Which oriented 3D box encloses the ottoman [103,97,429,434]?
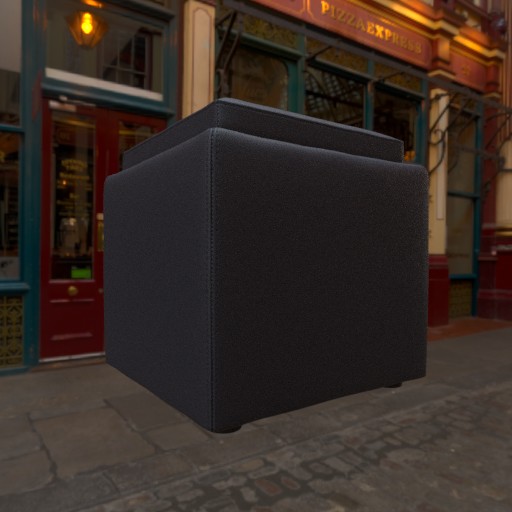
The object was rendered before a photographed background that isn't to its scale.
[{"bbox_3d":[0.000,0.000,0.830,0.451,0.460,0.450,0,0,-35],"label":"ottoman"}]
